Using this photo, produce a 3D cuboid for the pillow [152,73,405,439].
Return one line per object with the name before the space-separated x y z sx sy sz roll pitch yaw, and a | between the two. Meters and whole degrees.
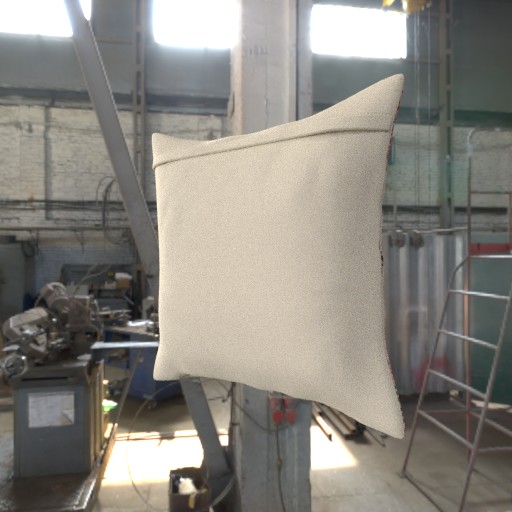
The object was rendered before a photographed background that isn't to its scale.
pillow | 0.000 0.000 0.689 0.463 0.454 0.160 0 0 36
